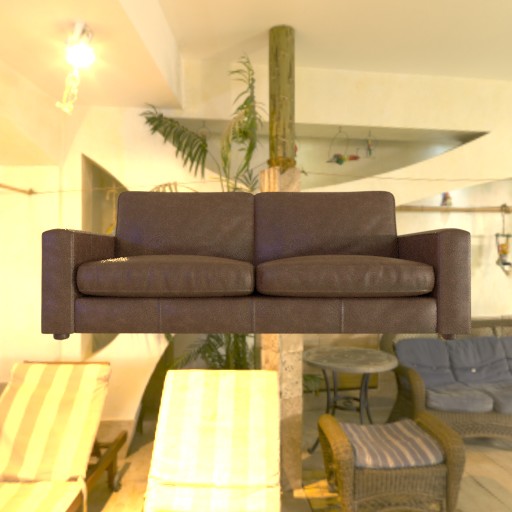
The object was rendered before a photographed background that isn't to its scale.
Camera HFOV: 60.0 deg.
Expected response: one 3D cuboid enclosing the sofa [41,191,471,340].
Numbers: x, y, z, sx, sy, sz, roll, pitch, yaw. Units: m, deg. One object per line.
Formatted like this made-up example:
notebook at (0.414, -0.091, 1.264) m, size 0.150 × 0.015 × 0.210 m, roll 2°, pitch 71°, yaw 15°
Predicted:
sofa at (0.000, 0.000, 2.696) m, size 2.179 × 0.873 × 1.016 m, roll 0°, pitch 0°, yaw 0°
